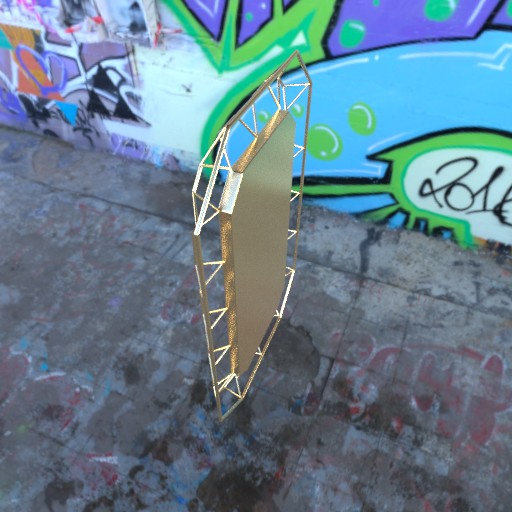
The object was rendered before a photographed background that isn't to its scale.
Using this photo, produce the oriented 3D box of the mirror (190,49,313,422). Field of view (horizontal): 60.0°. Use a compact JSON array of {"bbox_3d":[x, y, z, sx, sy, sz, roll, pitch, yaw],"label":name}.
[{"bbox_3d":[0.000,0.000,1.081,0.051,0.870,0.572,17,48,16],"label":"mirror"}]
